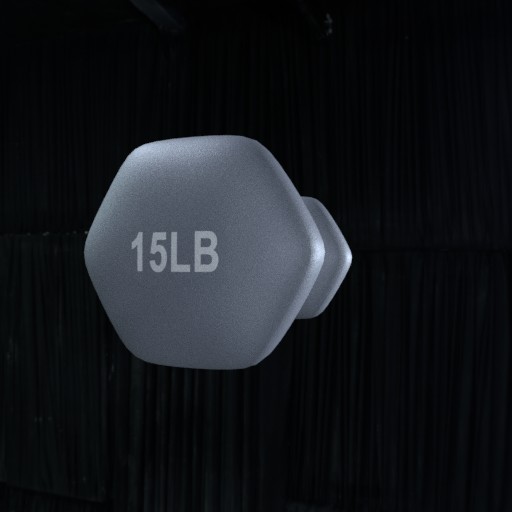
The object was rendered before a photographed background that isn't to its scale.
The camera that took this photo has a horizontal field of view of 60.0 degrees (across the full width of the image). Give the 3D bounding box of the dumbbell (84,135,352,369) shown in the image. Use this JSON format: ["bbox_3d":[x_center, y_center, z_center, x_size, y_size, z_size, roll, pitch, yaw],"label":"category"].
[{"bbox_3d":[0.000,0.000,0.299,0.116,0.105,0.240,0,-1,17],"label":"dumbbell"}]
